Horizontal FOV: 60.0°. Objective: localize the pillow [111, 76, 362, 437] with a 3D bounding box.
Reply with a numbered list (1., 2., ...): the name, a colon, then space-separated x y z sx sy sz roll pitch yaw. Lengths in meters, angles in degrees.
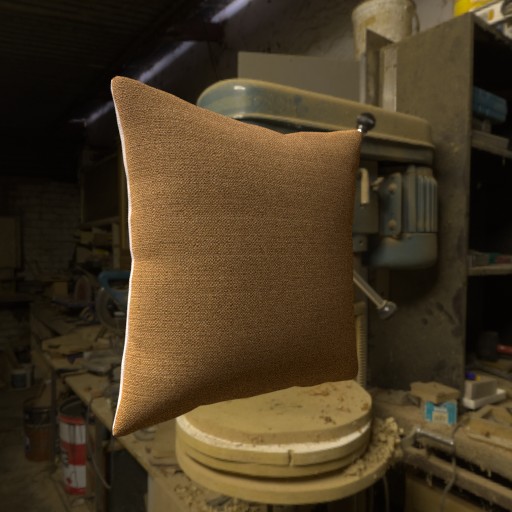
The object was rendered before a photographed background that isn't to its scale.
1. pillow: 0.000 0.000 0.660 0.432 0.437 0.147 -1 2 -35
